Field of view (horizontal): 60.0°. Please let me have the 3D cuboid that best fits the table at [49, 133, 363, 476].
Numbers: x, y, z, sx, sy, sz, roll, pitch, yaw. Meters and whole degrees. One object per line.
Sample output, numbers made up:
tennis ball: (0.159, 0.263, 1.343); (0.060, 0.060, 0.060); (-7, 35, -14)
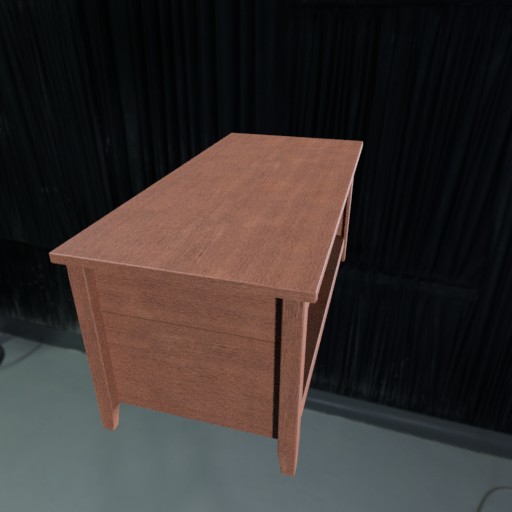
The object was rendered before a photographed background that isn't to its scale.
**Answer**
table: (0.000, 0.000, 1.274); (0.483, 0.457, 1.016); (8, 29, 14)
